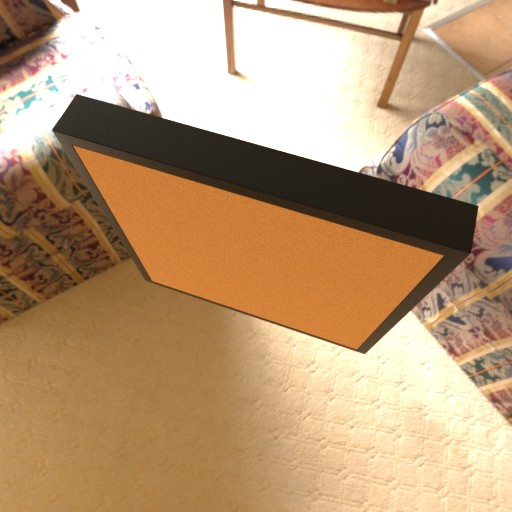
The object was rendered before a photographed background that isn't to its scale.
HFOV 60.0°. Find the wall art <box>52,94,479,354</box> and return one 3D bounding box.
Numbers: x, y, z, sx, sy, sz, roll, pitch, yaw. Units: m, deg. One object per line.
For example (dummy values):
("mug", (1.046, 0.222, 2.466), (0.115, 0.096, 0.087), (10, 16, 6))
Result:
("wall art", (0.000, 0.000, 0.442), (0.299, 0.299, 0.037), (18, 67, 8))
